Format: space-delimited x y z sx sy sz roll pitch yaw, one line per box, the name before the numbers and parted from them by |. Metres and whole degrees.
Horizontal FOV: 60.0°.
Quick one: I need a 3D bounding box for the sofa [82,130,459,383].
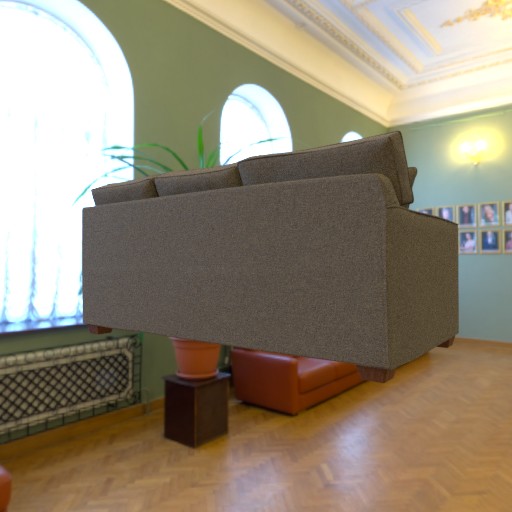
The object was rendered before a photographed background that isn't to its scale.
sofa | 0.000 0.000 2.539 1.963 0.946 1.034 -1 -1 37
